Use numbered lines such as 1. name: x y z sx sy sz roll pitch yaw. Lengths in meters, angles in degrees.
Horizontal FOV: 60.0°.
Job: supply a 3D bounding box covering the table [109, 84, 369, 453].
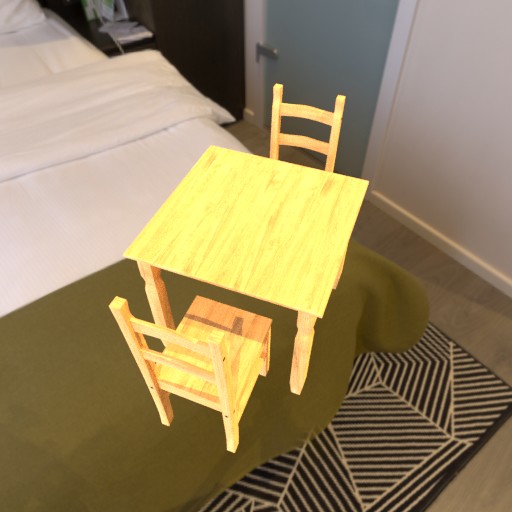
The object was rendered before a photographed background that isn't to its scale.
1. table: 0.000 0.000 2.100 0.813 0.942 1.501 16 50 14
